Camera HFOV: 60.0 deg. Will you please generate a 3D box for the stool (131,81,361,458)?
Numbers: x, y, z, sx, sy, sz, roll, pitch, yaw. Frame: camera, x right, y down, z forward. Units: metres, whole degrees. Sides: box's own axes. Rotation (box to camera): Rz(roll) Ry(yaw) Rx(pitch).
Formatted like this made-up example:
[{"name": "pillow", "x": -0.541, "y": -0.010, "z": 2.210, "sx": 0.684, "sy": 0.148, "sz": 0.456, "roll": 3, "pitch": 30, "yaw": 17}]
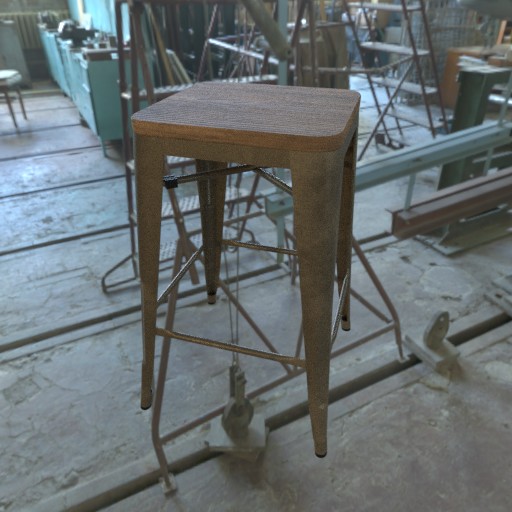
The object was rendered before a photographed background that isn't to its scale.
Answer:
[{"name": "stool", "x": 0.000, "y": 0.000, "z": 0.908, "sx": 0.407, "sy": 0.607, "sz": 0.407, "roll": 9, "pitch": 33, "yaw": 14}]
